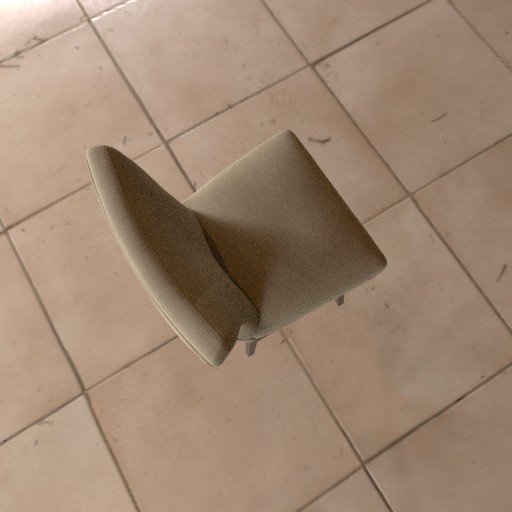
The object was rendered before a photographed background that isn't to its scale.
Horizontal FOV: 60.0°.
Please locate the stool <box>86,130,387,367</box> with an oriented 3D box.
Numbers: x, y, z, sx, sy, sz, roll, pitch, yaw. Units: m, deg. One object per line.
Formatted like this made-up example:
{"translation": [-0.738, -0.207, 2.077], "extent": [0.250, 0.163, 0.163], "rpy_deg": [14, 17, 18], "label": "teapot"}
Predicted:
{"translation": [0.000, 0.000, 1.382], "extent": [0.574, 1.086, 0.514], "rpy_deg": [-32, 77, -8], "label": "stool"}
